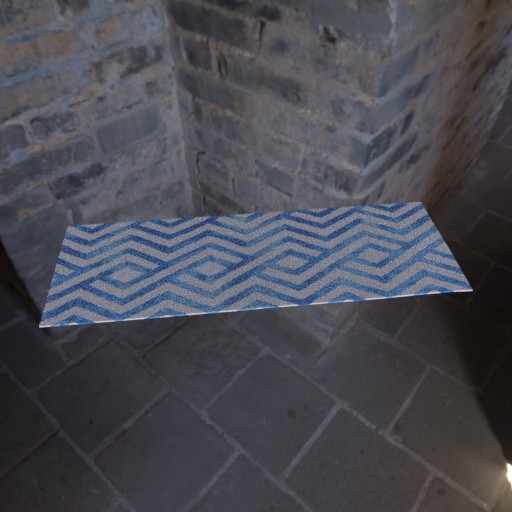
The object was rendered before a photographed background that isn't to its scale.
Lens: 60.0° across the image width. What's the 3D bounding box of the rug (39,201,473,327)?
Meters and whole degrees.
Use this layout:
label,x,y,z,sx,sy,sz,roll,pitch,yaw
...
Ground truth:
label,x,y,z,sx,sy,sz,roll,pitch,yaw
rug,0.000,0.000,1.688,1.492,0.007,0.503,-4,46,-4
